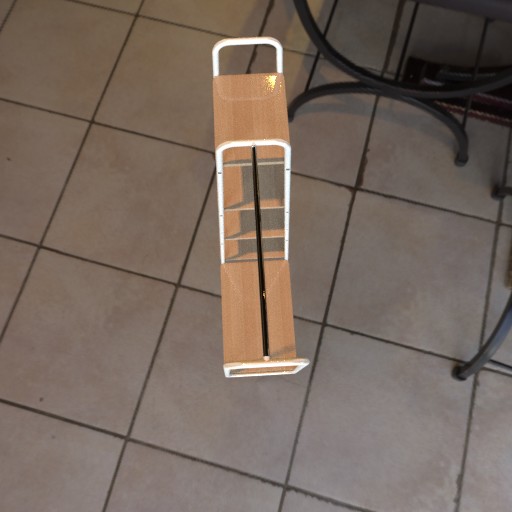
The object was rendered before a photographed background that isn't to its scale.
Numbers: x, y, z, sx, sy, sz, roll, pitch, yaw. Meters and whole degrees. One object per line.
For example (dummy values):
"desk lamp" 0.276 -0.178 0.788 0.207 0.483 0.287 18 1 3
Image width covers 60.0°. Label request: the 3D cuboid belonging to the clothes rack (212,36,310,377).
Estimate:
"clothes rack" 0.000 0.000 1.973 0.400 1.500 1.011 -3 74 -1
